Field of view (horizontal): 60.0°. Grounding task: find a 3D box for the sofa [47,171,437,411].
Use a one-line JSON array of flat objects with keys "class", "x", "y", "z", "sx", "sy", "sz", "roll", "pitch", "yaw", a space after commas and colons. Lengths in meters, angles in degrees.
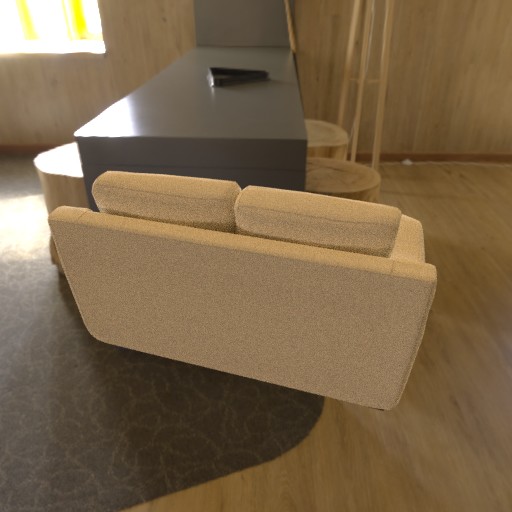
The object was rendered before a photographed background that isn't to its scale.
[{"class": "sofa", "x": 0.000, "y": 0.000, "z": 2.399, "sx": 1.744, "sy": 1.047, "sz": 1.040, "roll": 10, "pitch": 33, "yaw": 15}]
